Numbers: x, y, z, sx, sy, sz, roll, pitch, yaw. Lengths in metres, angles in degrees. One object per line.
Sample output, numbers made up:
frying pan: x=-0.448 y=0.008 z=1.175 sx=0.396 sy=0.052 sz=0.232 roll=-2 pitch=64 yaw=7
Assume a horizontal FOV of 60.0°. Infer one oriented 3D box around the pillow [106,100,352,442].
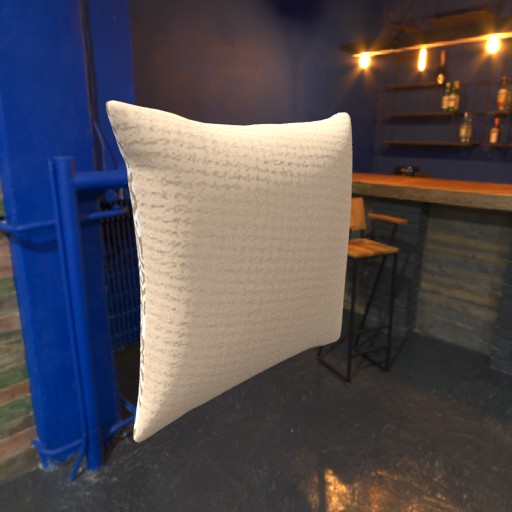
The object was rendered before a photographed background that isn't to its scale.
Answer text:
pillow: x=0.000 y=0.000 z=0.641 sx=0.419 sy=0.407 sz=0.173 roll=-14 pitch=21 yaw=-41
